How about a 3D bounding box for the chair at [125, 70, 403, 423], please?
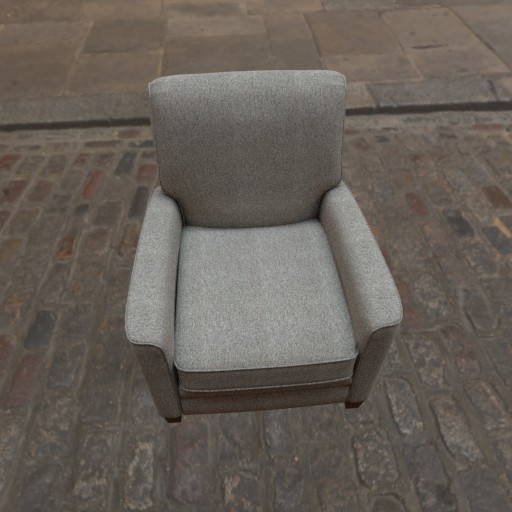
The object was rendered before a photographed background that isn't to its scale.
[{"bbox_3d":[0.000,0.000,1.609,0.841,1.028,0.858,-4,48,-3],"label":"chair"}]
